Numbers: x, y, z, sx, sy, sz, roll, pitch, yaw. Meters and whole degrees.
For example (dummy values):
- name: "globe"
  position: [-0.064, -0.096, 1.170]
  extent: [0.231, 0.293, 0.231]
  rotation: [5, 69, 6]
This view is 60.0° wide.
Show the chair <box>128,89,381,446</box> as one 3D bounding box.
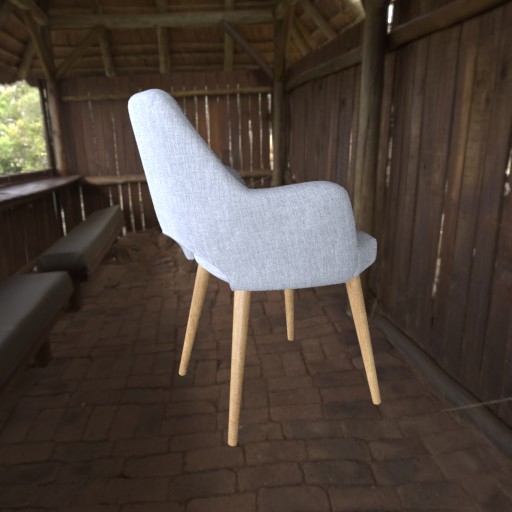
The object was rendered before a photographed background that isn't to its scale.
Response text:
- name: "chair"
  position: [0.000, 0.000, 1.233]
  extent: [0.610, 0.840, 0.590]
  rotation: [-8, 18, -27]
